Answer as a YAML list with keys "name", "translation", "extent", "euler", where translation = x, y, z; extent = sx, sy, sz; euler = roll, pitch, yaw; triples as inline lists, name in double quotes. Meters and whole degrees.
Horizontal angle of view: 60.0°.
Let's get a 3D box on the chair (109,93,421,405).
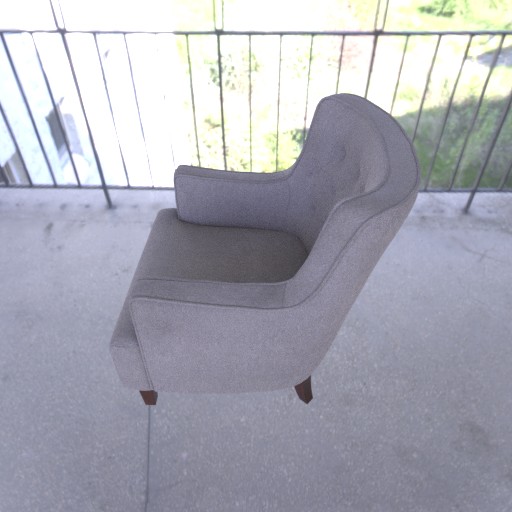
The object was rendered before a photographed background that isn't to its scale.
- name: "chair"
  translation: [0.000, 0.000, 1.577]
  extent: [0.910, 0.919, 0.781]
  euler: [2, 41, 2]
